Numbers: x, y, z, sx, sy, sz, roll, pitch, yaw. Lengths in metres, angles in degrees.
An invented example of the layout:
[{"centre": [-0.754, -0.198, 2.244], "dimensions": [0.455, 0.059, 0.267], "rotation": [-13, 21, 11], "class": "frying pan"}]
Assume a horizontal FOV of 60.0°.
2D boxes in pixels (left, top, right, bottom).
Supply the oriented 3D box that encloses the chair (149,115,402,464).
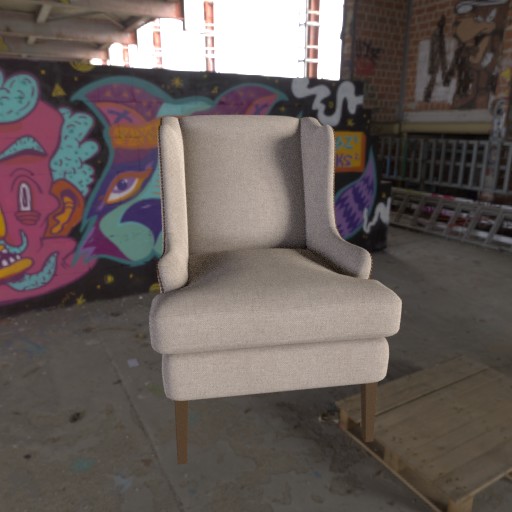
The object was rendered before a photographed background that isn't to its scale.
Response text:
[{"centre": [0.000, 0.000, 1.659], "dimensions": [0.737, 1.029, 0.940], "rotation": [-3, 16, -9], "class": "chair"}]
